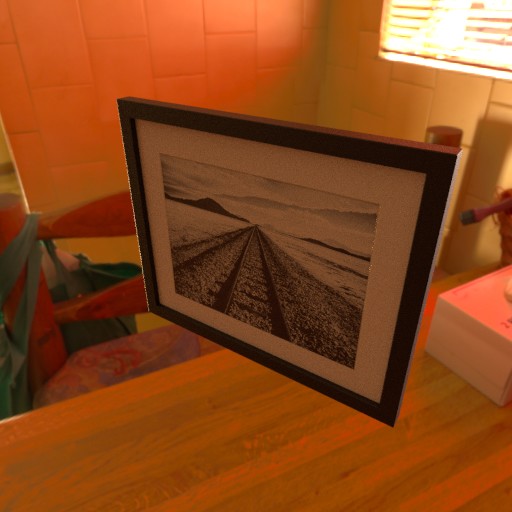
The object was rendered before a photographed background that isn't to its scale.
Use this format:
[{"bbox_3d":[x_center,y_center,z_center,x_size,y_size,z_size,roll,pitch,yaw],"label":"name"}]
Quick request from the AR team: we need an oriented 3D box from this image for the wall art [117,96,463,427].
[{"bbox_3d":[0.000,0.000,0.753,0.559,0.458,0.029,19,35,29],"label":"wall art"}]
